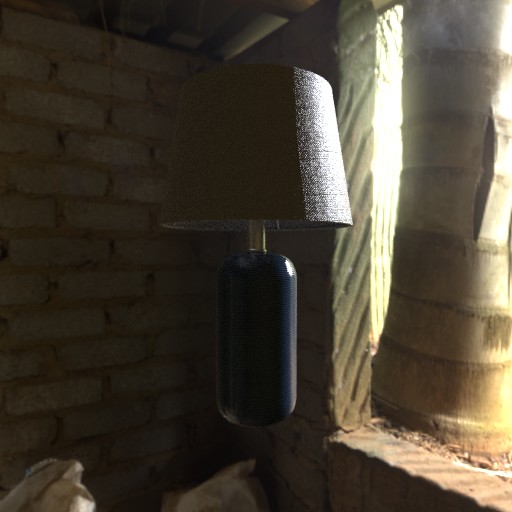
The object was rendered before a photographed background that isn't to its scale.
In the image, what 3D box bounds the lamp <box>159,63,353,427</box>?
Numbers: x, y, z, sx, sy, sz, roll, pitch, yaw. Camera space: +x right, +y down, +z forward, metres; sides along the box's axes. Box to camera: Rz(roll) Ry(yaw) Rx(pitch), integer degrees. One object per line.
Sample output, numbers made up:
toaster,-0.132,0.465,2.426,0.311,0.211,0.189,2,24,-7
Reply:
lamp,0.000,0.000,0.592,0.253,0.428,0.253,0,0,0
